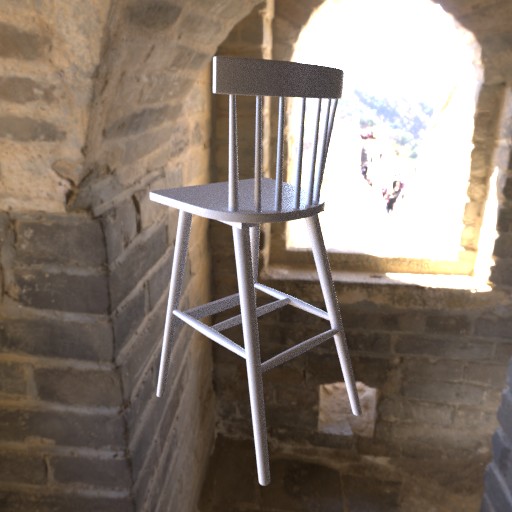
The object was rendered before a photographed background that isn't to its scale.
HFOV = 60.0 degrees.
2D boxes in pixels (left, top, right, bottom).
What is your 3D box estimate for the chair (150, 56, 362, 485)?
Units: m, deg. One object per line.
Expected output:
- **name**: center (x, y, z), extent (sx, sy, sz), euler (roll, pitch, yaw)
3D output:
- **chair**: center (0.000, 0.000, 1.389), extent (0.483, 1.092, 0.572), euler (-15, 23, -40)
